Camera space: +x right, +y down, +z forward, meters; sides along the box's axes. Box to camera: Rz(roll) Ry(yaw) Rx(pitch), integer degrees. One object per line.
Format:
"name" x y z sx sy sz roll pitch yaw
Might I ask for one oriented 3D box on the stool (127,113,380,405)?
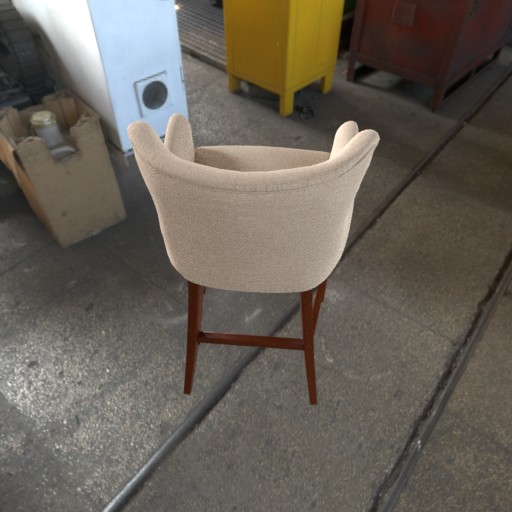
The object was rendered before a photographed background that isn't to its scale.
"stool" 0.000 0.000 1.378 0.556 1.034 0.563 4 47 3
